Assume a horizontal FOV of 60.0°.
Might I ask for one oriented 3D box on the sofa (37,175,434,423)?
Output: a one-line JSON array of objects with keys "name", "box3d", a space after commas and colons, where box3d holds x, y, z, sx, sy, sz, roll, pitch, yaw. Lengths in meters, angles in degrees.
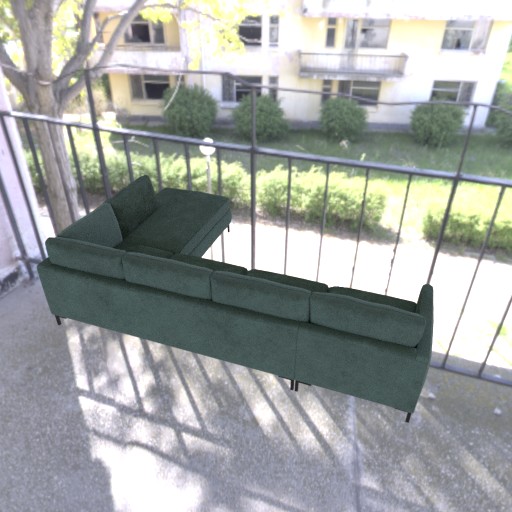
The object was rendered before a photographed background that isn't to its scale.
[{"name": "sofa", "box3d": [0.000, 0.000, 3.284, 2.486, 0.687, 1.707, 11, 34, 17]}]
